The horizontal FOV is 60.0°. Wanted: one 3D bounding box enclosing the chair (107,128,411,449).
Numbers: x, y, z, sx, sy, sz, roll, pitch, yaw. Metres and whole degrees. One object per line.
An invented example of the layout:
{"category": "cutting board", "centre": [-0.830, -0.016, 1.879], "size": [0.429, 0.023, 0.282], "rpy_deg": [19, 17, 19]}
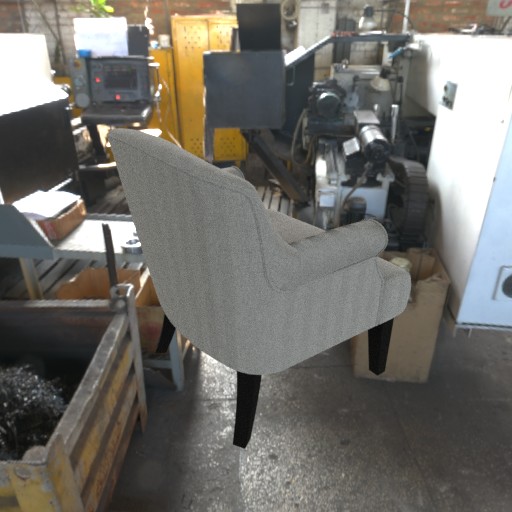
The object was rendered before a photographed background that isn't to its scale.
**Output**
{"category": "chair", "centre": [0.000, 0.000, 1.467], "size": [0.755, 0.880, 0.772], "rpy_deg": [-19, 33, -32]}
